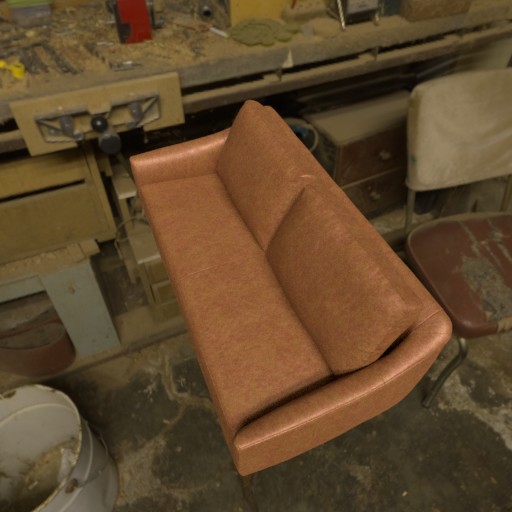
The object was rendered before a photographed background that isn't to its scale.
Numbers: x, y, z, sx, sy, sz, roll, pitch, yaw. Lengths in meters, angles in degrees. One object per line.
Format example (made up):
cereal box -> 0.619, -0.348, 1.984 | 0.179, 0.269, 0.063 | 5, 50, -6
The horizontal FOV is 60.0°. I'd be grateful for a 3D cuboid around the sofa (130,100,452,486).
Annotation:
sofa -> 0.000, 0.000, 2.495 | 0.981, 0.945, 2.036 | -17, 50, -15
